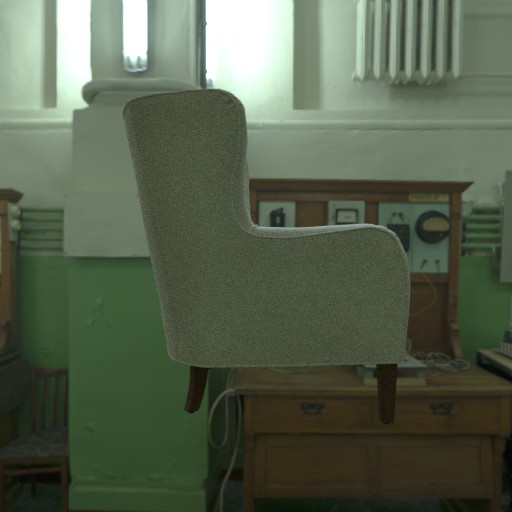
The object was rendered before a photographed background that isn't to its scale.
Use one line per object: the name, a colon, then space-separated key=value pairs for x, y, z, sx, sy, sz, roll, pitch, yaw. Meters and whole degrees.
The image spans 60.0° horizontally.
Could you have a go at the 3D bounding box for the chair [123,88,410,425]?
chair: x=0.000 y=0.000 z=1.743 sx=0.966 sy=1.040 sz=0.838 roll=0 pitch=1 yaw=1
